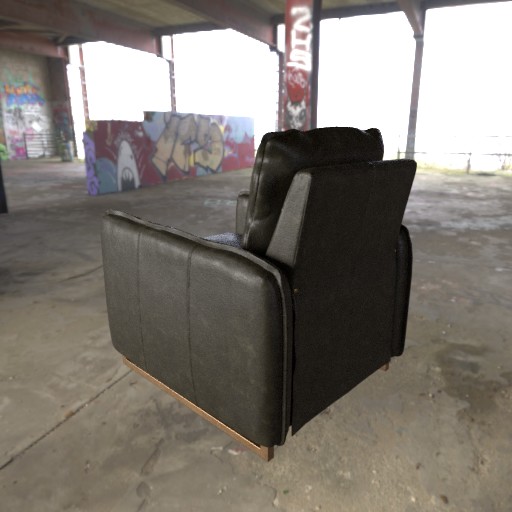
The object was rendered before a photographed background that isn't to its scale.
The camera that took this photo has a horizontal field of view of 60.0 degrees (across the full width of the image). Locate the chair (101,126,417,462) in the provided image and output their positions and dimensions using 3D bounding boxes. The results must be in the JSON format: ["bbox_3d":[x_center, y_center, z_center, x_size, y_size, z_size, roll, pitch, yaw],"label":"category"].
[{"bbox_3d":[0.000,0.000,1.641,0.921,0.921,0.830,15,22,42],"label":"chair"}]
